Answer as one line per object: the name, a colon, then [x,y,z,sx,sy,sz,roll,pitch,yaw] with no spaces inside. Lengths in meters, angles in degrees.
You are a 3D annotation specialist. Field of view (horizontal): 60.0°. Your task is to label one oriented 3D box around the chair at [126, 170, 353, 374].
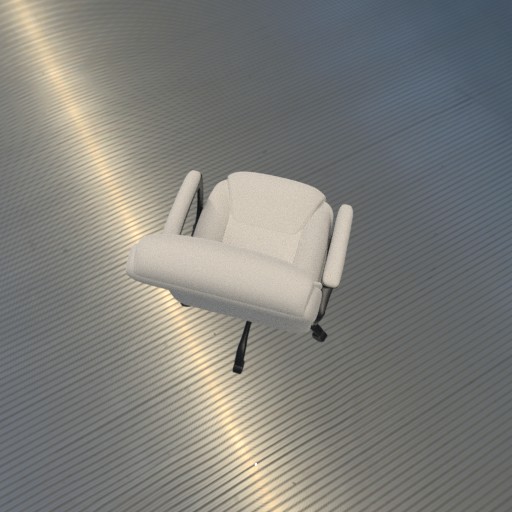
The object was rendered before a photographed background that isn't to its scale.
chair: [0.000,0.000,1.497,0.663,1.065,0.669,14,66,6]
